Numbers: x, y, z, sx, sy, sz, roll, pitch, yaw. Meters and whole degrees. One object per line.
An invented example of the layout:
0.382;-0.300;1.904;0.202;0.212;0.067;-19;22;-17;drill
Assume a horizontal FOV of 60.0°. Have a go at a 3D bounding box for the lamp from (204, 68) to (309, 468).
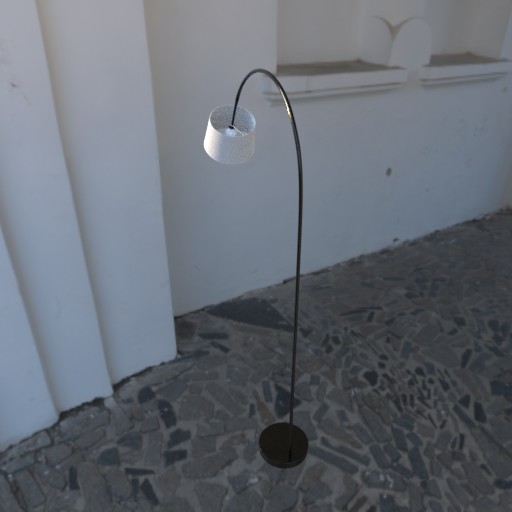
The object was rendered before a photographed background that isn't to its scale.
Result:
0.000;0.000;2.681;0.331;2.104;1.363;-9;28;-17;lamp
